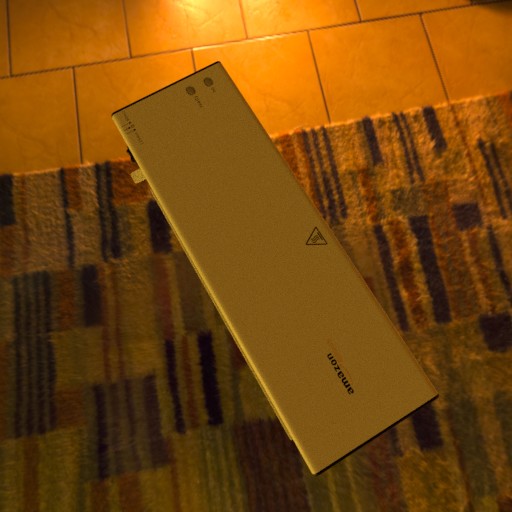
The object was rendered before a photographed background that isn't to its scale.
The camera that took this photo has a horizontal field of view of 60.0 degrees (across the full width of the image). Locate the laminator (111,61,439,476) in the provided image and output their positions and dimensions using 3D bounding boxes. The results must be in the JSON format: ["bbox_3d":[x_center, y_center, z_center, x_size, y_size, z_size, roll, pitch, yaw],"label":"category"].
[{"bbox_3d":[0.000,0.000,0.390,0.123,0.062,0.340,-29,77,-7],"label":"laminator"}]
